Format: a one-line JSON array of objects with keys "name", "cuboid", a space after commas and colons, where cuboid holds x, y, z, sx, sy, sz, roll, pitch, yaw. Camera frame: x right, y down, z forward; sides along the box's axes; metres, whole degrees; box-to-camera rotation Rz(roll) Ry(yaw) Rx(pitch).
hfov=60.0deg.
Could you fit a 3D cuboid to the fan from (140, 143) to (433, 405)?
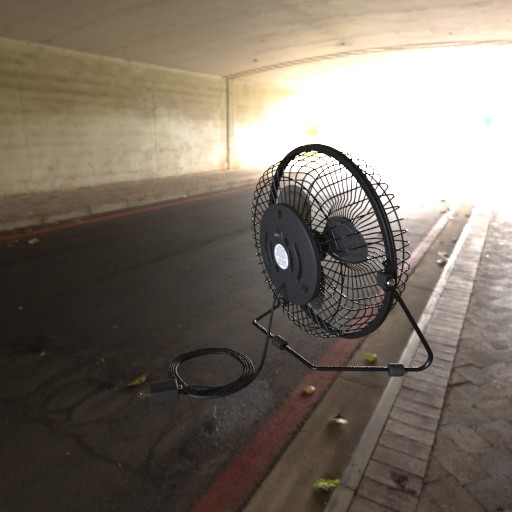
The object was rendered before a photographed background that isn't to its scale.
[{"name": "fan", "cuboid": [0.000, 0.000, 0.383, 0.227, 0.188, 0.209, -8, 17, -27]}]
